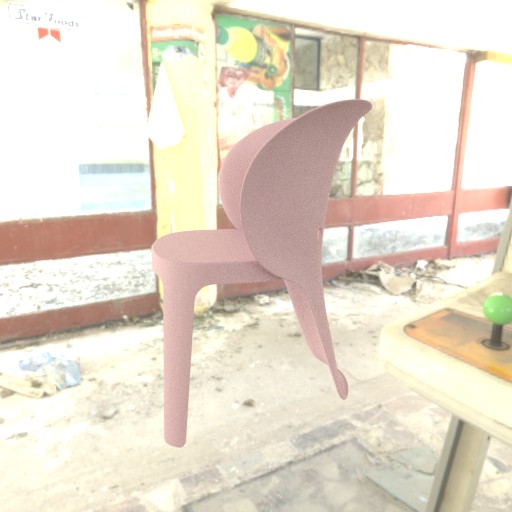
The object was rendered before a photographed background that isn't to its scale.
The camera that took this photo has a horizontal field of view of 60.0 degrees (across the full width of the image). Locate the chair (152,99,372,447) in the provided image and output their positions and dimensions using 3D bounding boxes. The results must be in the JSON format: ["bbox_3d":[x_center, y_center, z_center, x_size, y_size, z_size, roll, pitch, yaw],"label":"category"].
[{"bbox_3d":[0.000,0.000,0.874,0.402,0.554,0.451,-2,13,-9],"label":"chair"}]
